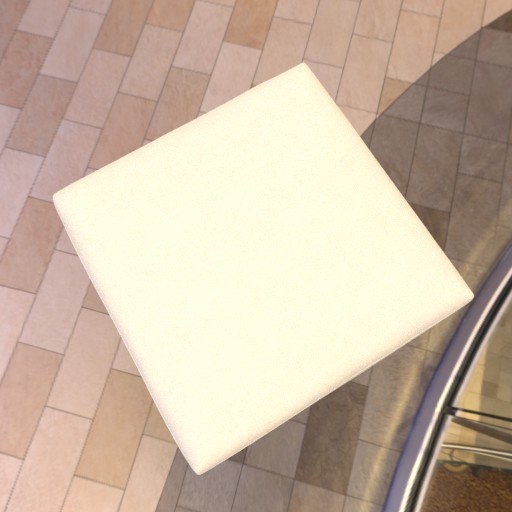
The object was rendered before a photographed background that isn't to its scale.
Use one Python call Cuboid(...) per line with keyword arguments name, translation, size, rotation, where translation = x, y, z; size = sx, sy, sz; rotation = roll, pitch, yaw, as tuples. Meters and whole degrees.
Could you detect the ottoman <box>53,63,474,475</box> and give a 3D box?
Cuboid(name="ottoman", translation=(0.000, 0.000, 1.770), size=(1.163, 0.482, 1.167), rotation=(-30, 78, -7))
